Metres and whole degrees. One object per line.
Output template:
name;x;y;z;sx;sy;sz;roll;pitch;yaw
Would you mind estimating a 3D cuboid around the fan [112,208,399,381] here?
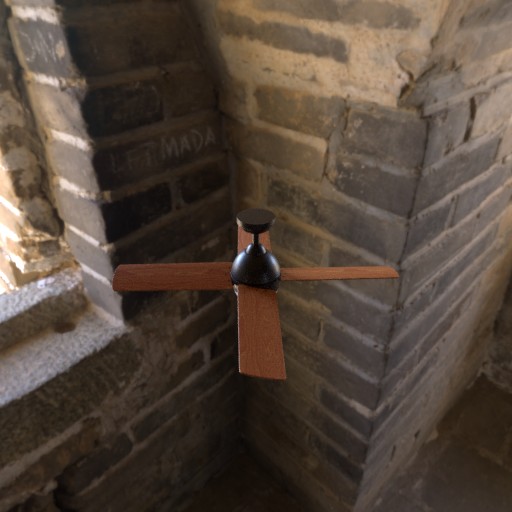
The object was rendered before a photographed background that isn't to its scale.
fan;0.000;0.000;2.042;1.332;0.403;1.332;-1;30;-2
